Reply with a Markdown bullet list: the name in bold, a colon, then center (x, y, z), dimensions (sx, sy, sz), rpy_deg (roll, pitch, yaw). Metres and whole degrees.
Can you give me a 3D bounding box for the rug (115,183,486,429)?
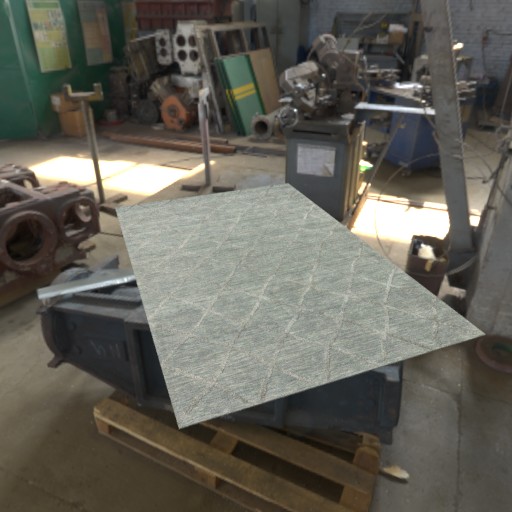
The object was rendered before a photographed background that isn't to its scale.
- **rug**: center (0.000, 0.000, 2.854), dimensions (1.521, 0.006, 2.283), rpy_deg (-11, 31, -19)
